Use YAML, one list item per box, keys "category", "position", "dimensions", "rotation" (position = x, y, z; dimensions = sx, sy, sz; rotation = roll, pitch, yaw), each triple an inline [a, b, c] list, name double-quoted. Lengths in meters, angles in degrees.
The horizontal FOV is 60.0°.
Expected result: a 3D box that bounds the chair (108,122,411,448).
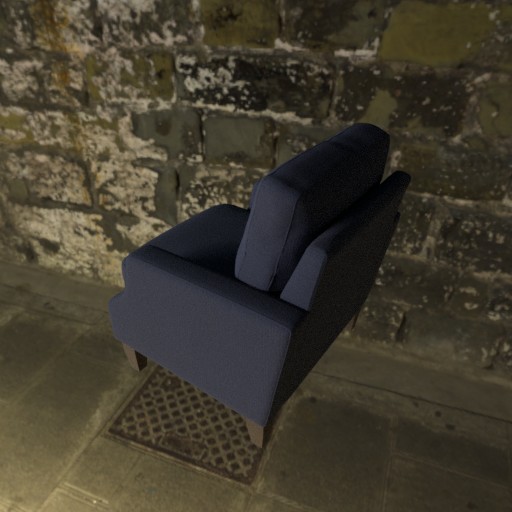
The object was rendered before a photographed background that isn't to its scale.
- category: "chair"
  position: [0.000, 0.000, 1.723]
  dimensions: [0.897, 0.991, 0.855]
  rotation: [21, 38, 29]
